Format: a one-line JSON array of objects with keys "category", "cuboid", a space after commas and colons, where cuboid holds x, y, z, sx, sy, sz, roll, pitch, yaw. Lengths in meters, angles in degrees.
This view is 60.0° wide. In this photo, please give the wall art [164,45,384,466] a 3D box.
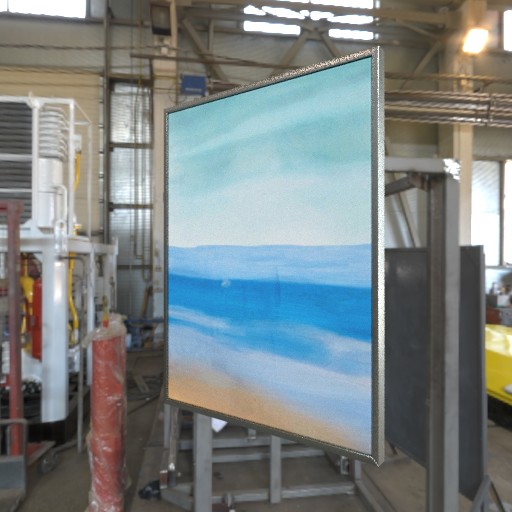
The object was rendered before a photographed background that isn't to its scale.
[{"category": "wall art", "cuboid": [0.000, 0.000, 1.375, 0.803, 1.062, 0.041, 0, 0, 37]}]
